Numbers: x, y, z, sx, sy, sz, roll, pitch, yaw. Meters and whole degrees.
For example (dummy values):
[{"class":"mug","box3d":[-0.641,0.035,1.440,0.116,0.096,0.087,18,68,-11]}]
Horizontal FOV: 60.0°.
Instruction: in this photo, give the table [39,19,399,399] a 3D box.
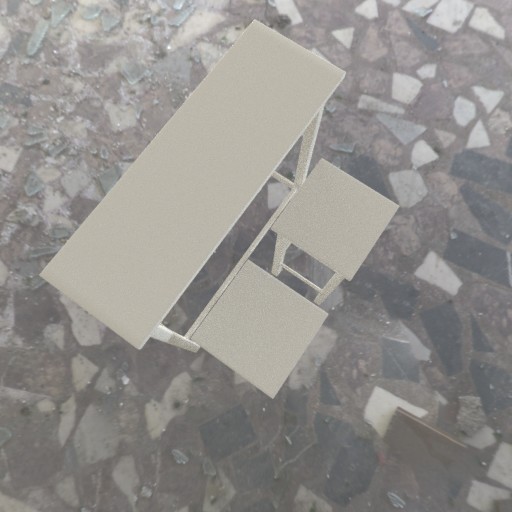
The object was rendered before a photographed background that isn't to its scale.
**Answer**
[{"class":"table","box3d":[0.000,0.000,1.639,0.650,1.065,0.915,34,78,8]}]
